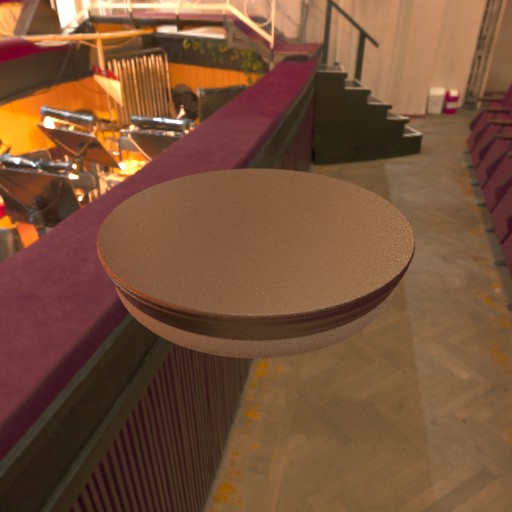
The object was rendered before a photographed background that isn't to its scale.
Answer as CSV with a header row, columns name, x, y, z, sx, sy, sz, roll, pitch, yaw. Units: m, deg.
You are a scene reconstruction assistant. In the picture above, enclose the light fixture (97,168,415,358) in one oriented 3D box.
name,x,y,z,sx,sy,sz,roll,pitch,yaw
light fixture,0.000,0.000,0.559,0.368,0.100,0.368,0,31,0
